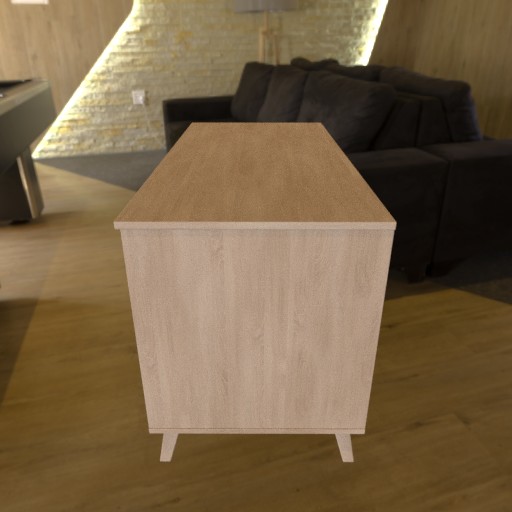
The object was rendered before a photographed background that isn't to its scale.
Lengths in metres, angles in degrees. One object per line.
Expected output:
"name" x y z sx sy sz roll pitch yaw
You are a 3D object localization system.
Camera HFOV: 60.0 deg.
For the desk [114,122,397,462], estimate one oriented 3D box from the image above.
"desk" 0.000 0.000 1.669 0.600 0.770 1.251 0 26 0
